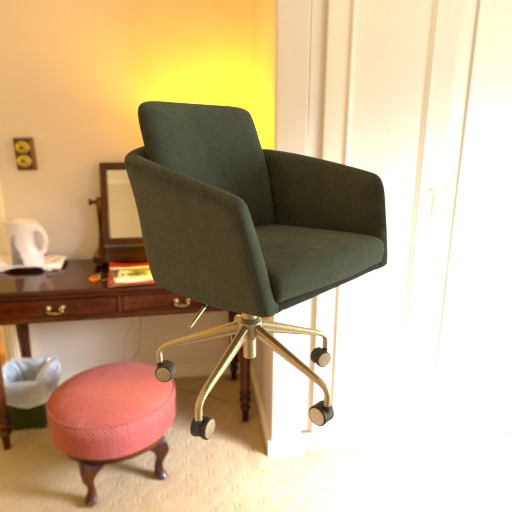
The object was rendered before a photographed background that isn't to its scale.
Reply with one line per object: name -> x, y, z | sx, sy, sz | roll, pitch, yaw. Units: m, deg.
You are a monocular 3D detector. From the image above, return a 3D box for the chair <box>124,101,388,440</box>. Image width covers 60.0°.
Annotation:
chair -> 0.000, 0.000, 1.352 | 0.635, 0.908, 0.641 | 14, 20, 42
